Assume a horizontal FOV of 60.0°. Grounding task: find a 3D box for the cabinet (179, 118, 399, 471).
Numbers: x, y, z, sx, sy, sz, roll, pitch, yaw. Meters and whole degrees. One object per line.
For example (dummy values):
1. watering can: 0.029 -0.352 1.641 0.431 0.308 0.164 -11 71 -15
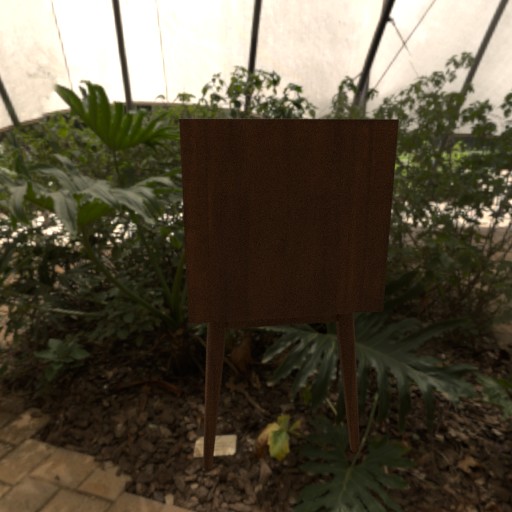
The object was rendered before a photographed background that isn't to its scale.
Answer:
1. cabinet: 0.000 0.000 1.135 0.354 0.654 0.743 -3 16 -9
